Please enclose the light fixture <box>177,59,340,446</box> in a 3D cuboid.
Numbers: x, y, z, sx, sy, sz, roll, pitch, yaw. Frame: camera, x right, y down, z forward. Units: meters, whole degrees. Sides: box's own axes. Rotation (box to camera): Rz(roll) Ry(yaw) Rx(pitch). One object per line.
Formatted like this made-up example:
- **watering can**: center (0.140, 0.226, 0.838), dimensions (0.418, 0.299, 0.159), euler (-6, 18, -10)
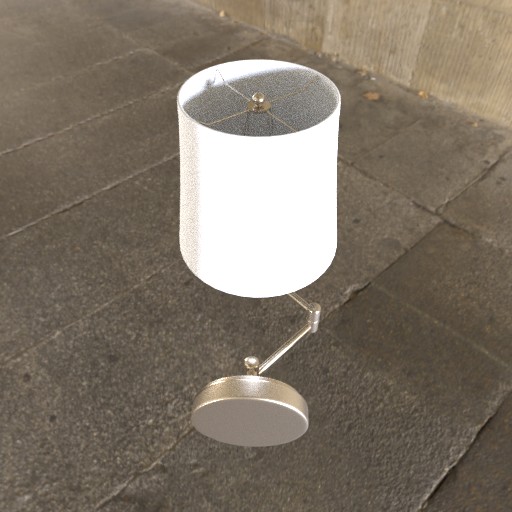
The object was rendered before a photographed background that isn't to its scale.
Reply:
- **light fixture**: center (0.000, 0.000, 0.576), dimensions (0.223, 0.381, 0.348), euler (2, 47, 2)
